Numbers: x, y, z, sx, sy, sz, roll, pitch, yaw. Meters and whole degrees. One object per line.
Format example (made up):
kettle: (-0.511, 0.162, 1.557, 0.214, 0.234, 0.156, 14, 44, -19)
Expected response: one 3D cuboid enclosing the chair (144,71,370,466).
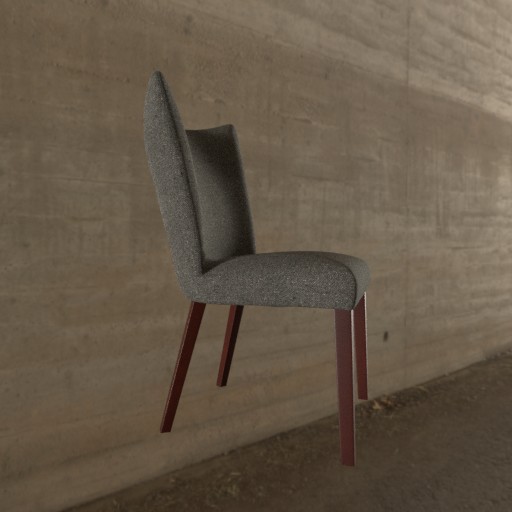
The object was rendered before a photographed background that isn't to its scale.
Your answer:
chair: (0.000, 0.000, 1.294, 0.623, 0.924, 0.535, 1, 2, 18)
